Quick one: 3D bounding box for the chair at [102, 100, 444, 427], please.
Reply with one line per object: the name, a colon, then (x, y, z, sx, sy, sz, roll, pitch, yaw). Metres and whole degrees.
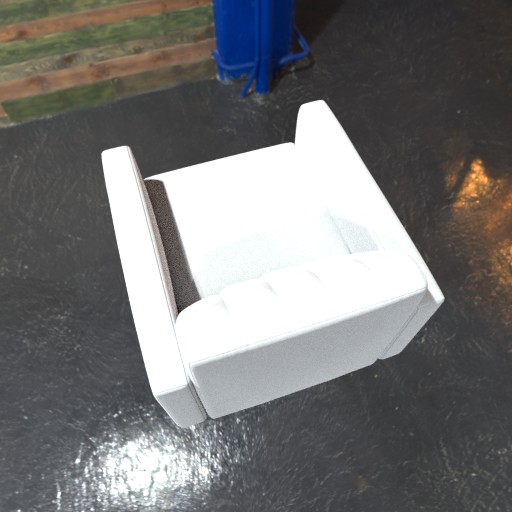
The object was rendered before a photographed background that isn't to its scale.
chair: (0.000, 0.000, 1.700, 0.953, 0.819, 0.998, -16, 60, -9)
